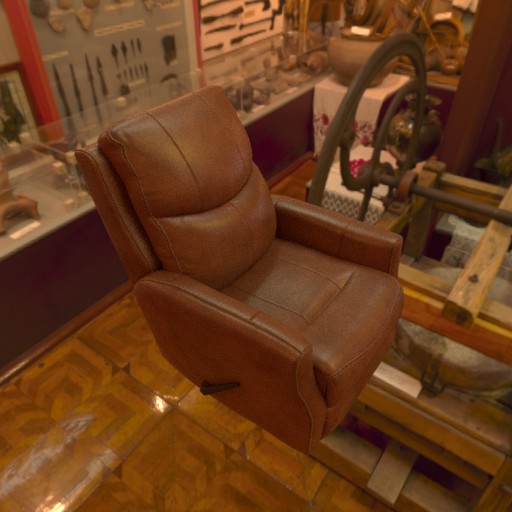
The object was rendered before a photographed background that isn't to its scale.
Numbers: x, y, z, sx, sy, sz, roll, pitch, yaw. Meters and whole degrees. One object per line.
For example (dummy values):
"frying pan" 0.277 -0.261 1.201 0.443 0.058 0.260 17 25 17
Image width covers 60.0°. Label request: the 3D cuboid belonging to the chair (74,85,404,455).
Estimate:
"chair" 0.000 0.000 1.703 1.072 1.016 0.821 26 46 28
